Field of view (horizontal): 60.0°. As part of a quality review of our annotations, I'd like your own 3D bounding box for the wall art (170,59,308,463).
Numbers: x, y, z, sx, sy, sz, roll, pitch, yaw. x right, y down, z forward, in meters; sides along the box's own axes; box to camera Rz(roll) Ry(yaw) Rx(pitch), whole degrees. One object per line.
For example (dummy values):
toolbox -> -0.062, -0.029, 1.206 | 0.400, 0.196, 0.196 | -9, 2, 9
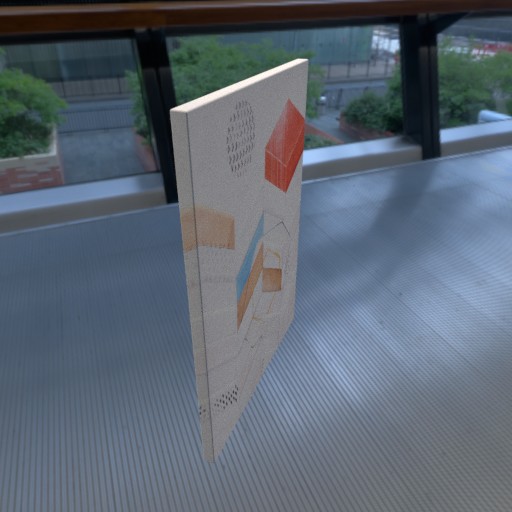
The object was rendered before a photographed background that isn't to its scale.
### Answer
wall art -> 0.000, 0.000, 1.121 | 0.036, 0.848, 0.613 | 12, 33, 19
